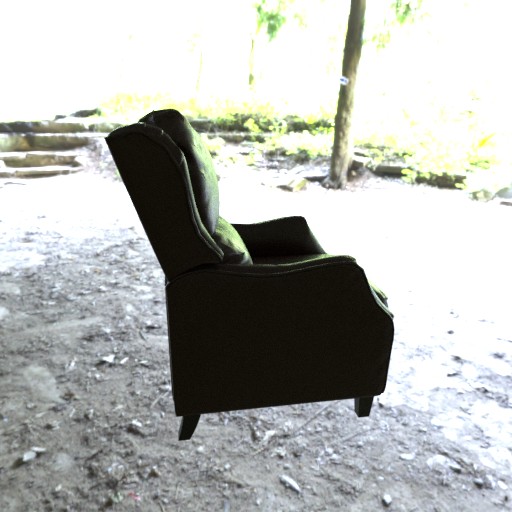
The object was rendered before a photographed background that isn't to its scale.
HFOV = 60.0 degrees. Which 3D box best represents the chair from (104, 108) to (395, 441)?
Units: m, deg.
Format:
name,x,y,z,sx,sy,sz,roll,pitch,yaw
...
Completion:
name,x,y,z,sx,sy,sz,roll,pitch,yaw
chair,0.000,0.000,1.801,0.982,1.132,0.770,-3,18,-9
